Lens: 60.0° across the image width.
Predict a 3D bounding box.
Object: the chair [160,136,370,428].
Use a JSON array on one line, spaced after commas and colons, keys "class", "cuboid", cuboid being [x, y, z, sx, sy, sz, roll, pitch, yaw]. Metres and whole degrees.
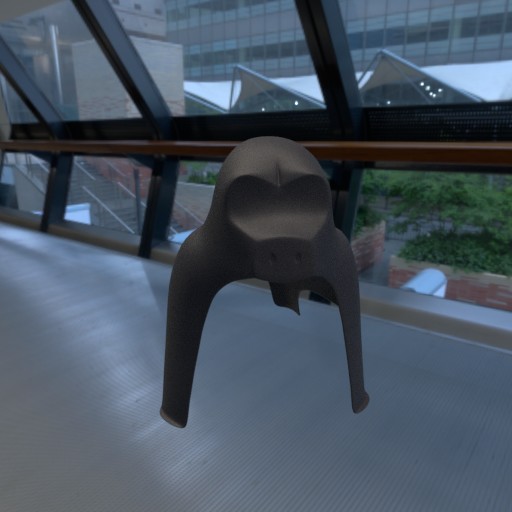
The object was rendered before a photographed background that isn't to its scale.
[{"class": "chair", "cuboid": [0.000, 0.000, 1.136, 0.490, 0.600, 0.758, -2, 16, -7]}]
